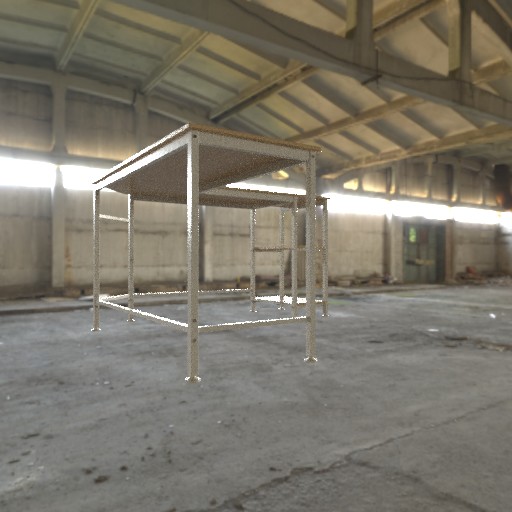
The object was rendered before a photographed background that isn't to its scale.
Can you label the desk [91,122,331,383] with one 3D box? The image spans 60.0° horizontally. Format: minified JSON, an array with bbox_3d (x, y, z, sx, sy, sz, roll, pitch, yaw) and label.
[{"bbox_3d":[0.000,0.000,2.207,1.379,0.739,1.379,0,-1,-34],"label":"desk"}]
